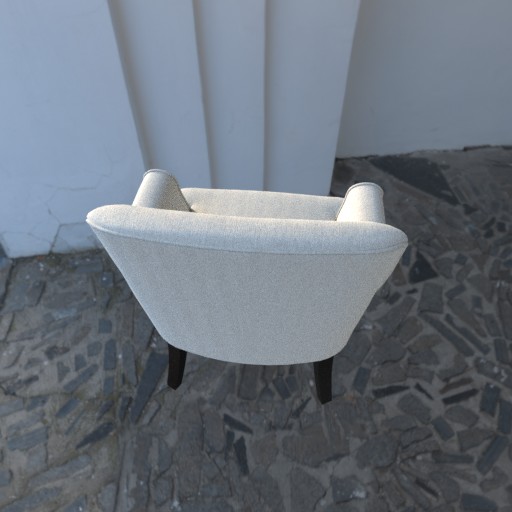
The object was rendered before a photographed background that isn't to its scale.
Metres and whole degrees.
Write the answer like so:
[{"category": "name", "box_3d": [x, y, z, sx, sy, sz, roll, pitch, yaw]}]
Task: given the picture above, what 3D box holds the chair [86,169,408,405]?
[{"category": "chair", "box_3d": [0.000, 0.000, 1.447, 0.781, 0.875, 0.750, 4, 47, 4]}]
